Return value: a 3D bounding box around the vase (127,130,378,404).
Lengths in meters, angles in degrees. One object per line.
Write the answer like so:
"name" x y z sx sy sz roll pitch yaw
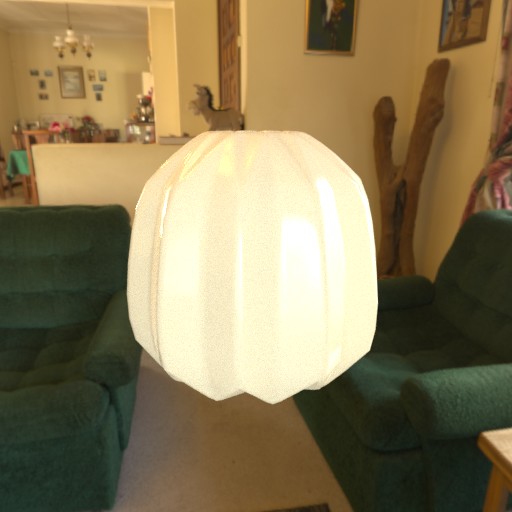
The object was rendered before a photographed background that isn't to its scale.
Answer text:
"vase" 0.000 0.000 0.247 0.139 0.134 0.139 0 17 0
